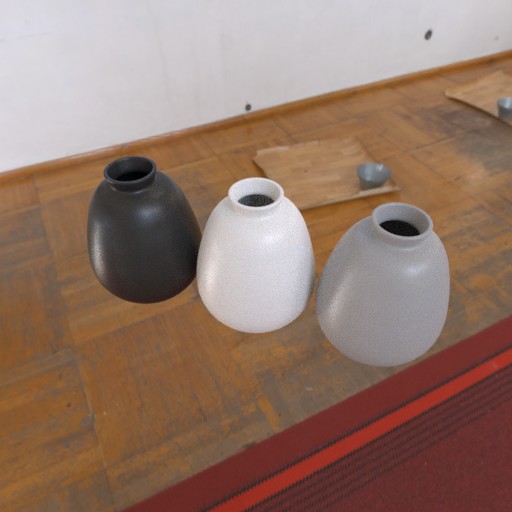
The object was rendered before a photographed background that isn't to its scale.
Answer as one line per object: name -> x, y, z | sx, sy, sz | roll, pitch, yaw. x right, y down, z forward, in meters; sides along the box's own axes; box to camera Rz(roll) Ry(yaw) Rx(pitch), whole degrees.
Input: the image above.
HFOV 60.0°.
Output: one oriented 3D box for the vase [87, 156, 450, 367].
vase -> 0.000, 0.000, 0.353 | 0.297, 0.122, 0.097 | 12, 44, 13
